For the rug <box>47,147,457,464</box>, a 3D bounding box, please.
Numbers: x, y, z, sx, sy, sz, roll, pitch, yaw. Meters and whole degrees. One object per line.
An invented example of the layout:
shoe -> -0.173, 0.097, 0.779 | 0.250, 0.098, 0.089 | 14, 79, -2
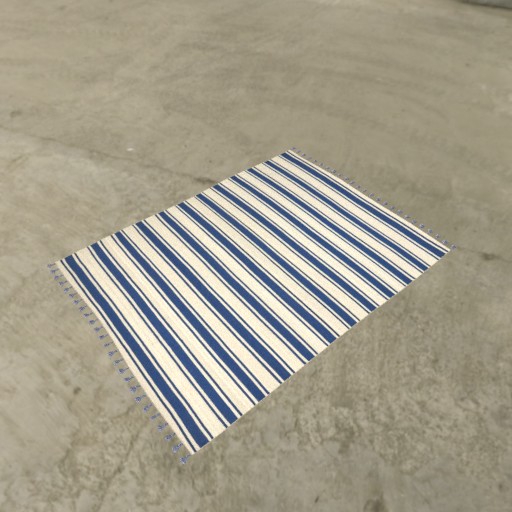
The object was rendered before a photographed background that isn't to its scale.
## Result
rug -> 0.000, 0.000, 4.507 | 3.416, 0.016, 2.471 | -31, 54, -26
